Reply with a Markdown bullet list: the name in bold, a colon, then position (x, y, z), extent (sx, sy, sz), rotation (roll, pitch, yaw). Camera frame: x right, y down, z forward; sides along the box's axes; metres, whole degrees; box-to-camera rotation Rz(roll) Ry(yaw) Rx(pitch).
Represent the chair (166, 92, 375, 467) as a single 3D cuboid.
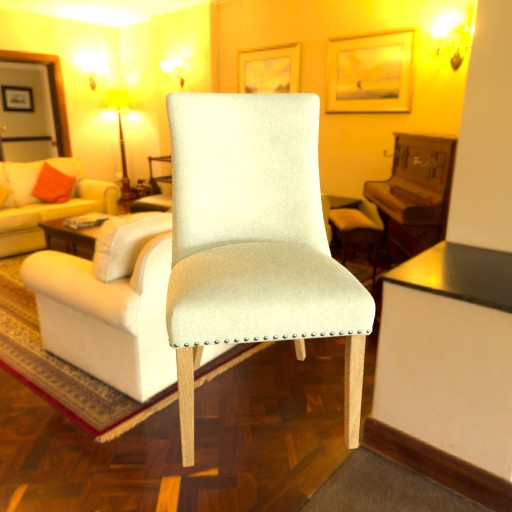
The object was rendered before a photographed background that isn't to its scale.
- **chair**: position (0.000, 0.000, 1.263), extent (0.495, 0.902, 0.610), rotation (-3, 17, -8)
